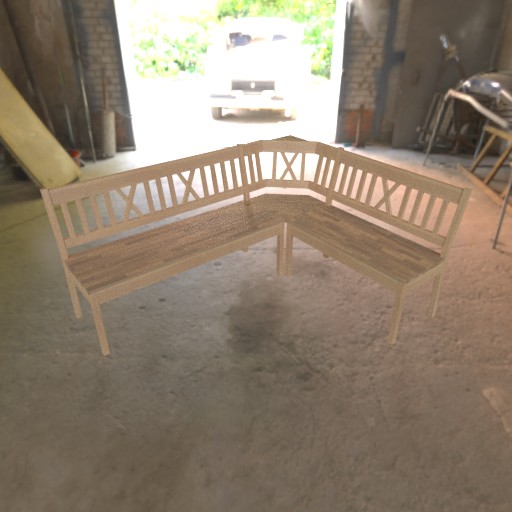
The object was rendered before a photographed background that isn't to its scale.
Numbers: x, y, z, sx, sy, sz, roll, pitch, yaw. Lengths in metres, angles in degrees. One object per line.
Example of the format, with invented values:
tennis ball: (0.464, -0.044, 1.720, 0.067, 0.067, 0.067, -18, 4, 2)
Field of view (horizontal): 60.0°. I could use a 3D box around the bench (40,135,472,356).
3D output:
bench: (0.000, 0.000, 2.764, 1.937, 0.902, 1.537, -22, 38, -32)
